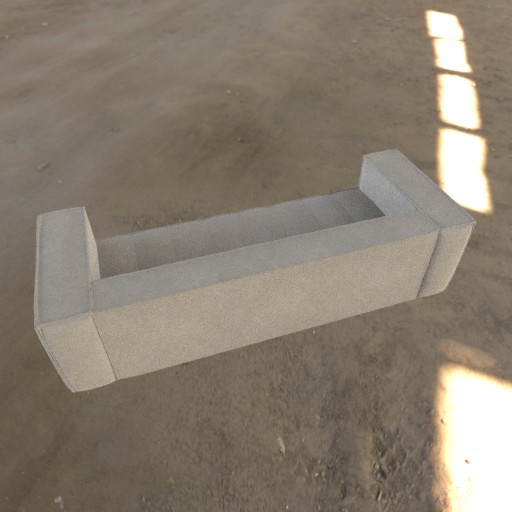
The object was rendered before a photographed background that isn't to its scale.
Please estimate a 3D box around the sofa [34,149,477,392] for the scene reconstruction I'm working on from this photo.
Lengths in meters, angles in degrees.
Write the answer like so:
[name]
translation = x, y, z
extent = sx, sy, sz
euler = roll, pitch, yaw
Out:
[sofa]
translation = 0.000, 0.000, 3.053
extent = 2.697, 0.680, 1.038
euler = -13, 44, -14
